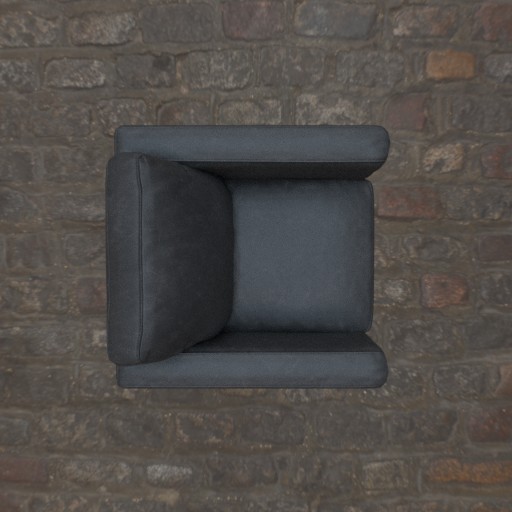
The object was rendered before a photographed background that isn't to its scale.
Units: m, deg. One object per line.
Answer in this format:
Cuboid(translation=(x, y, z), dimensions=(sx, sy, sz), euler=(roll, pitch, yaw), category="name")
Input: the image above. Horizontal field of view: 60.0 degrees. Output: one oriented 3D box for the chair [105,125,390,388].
Cuboid(translation=(0.000, 0.000, 1.595), dimensions=(0.879, 0.898, 0.831), euler=(0, 91, 0), category="chair")
